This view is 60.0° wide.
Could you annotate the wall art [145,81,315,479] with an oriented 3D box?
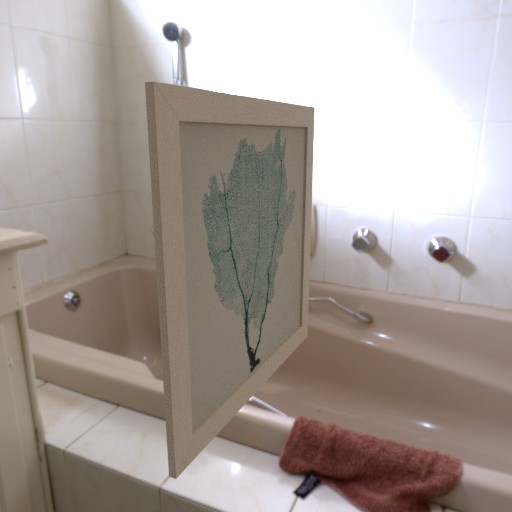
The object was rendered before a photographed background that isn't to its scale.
[{"bbox_3d":[0.000,0.000,0.859,0.015,0.577,0.572,8,17,26],"label":"wall art"}]
